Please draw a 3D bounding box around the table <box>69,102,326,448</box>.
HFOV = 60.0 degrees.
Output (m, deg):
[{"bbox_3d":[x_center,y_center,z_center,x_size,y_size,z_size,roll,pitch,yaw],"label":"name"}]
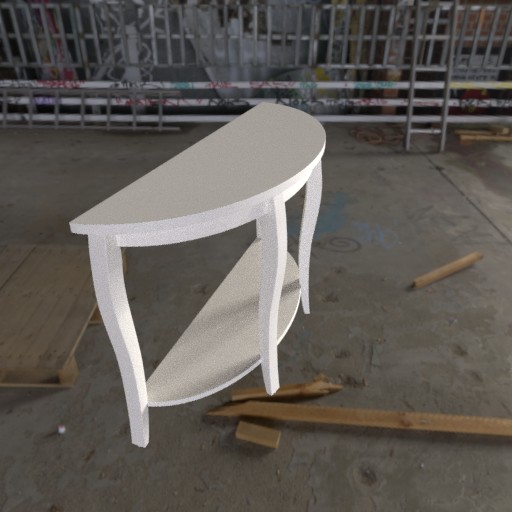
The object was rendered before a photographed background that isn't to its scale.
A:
[{"bbox_3d":[0.000,0.000,1.572,0.394,0.780,1.219,11,33,17],"label":"table"}]
